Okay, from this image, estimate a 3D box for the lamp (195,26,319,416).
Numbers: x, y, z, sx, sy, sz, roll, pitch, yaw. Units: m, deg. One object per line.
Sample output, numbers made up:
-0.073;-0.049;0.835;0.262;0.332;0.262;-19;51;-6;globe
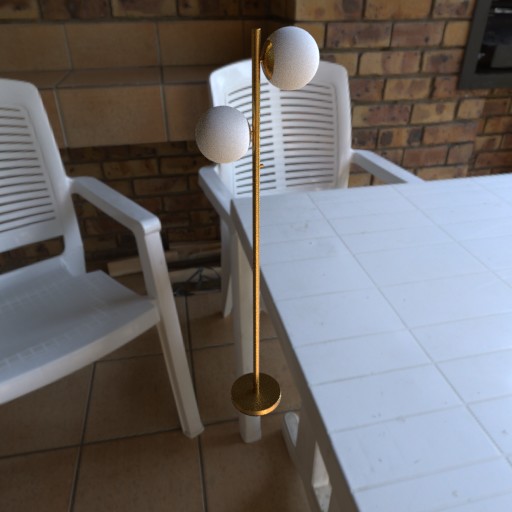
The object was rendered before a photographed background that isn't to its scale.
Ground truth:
0.000;0.000;1.786;0.419;1.641;0.249;-9;32;-15;lamp
